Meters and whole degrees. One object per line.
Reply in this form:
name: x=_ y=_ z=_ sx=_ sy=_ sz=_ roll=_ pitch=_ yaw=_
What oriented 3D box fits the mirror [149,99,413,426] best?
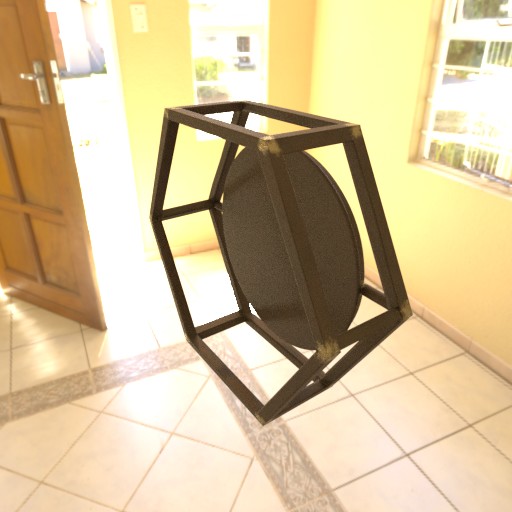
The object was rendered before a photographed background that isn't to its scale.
mirror: x=0.000 y=0.000 z=0.544 sx=0.119 sy=0.334 sz=0.380 roll=-18 pitch=33 yaw=-31
